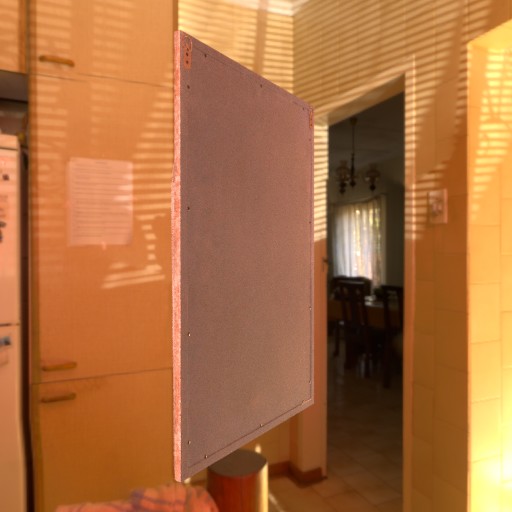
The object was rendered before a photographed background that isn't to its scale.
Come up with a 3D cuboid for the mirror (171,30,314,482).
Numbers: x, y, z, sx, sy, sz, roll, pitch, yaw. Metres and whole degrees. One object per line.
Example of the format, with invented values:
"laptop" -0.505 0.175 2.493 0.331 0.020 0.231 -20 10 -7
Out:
"mirror" 0.000 0.000 0.979 0.058 0.787 0.495 0 1 35
